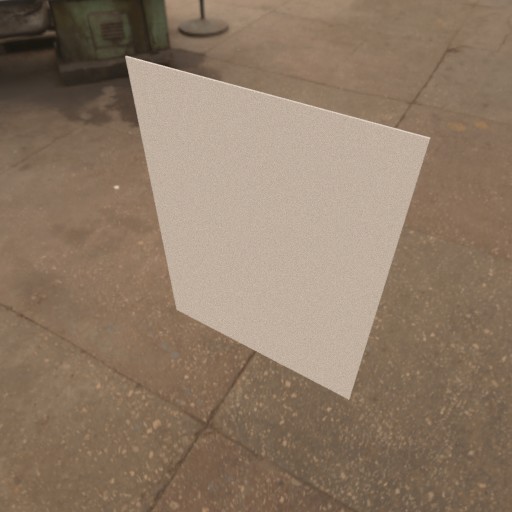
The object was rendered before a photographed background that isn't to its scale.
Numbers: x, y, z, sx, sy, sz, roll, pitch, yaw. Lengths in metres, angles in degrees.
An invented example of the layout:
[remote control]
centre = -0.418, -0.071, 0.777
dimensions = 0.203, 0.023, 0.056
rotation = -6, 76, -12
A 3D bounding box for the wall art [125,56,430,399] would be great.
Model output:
[wall art]
centre = 0.000, 0.000, 0.796
dimensions = 0.457, 0.610, 0.003
rotation = 23, 49, 22
